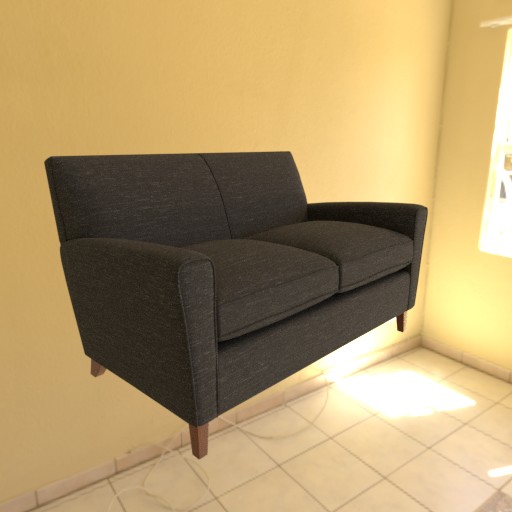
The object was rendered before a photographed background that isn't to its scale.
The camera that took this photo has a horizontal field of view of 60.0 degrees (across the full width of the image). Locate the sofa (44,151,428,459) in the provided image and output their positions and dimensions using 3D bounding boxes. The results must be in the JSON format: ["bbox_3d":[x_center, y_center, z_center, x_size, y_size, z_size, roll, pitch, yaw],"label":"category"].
[{"bbox_3d":[0.000,0.000,1.899,0.875,0.846,1.420,14,20,43],"label":"sofa"}]
